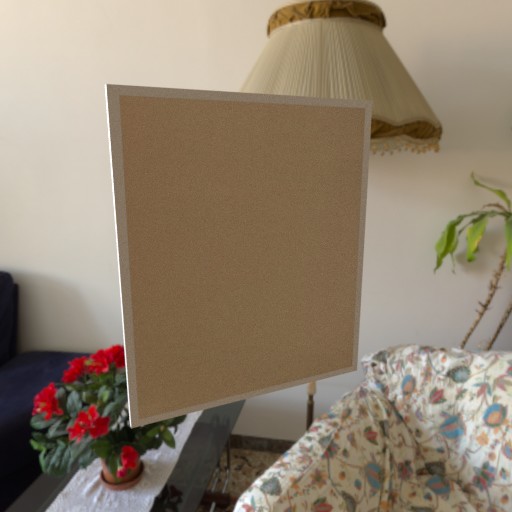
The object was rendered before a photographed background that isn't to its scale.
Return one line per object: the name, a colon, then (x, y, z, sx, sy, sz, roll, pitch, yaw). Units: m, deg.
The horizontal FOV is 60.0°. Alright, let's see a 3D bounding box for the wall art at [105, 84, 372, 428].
wall art: (0.000, 0.000, 0.804, 0.482, 0.557, 0.012, -6, 14, -25)
